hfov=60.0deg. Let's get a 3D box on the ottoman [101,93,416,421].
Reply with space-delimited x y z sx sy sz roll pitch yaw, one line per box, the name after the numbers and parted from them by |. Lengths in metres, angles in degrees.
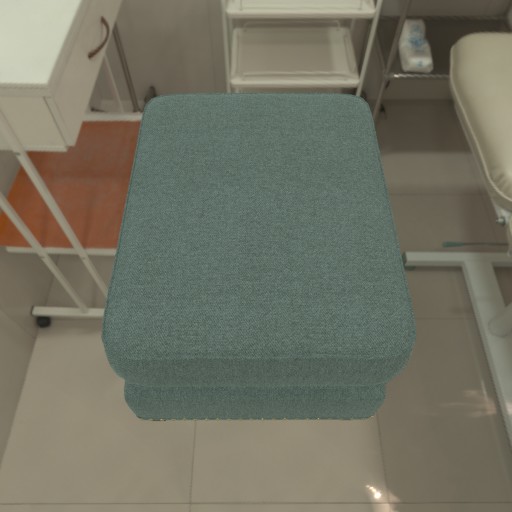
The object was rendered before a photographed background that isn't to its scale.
0.000 0.000 1.126 0.589 0.537 0.738 0 58 0 | ottoman
